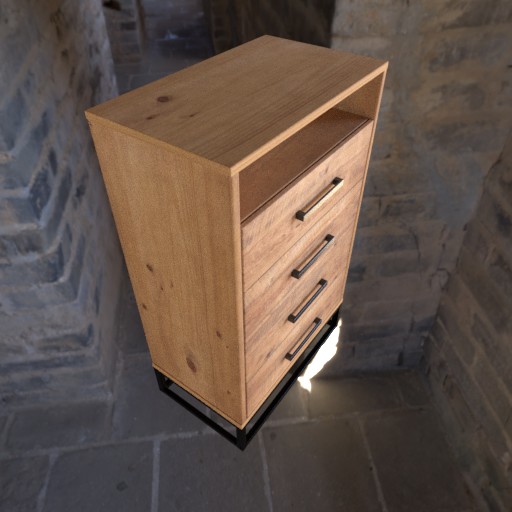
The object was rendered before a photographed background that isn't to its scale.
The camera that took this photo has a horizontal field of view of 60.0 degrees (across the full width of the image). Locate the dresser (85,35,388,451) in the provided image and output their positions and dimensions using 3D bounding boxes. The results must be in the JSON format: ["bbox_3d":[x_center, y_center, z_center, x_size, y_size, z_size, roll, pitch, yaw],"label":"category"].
[{"bbox_3d":[0.000,0.000,1.603,0.479,1.240,0.761,26,48,26],"label":"dresser"}]
